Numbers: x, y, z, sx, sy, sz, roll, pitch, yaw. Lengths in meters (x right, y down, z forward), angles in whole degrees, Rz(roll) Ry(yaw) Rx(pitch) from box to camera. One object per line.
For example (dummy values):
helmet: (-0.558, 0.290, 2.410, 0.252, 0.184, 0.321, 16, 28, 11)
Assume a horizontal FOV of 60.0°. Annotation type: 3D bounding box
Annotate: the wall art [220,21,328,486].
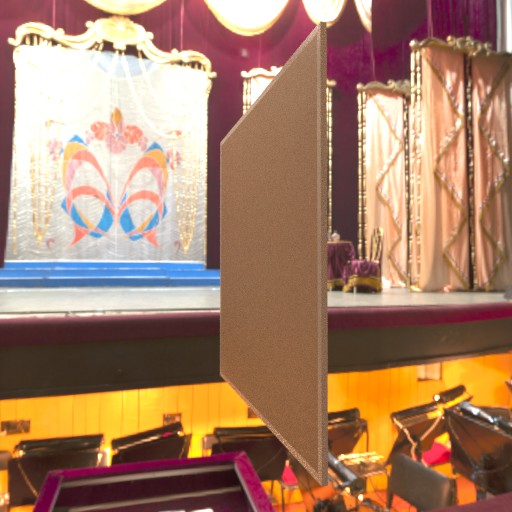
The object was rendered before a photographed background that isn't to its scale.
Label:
wall art: (0.000, 0.000, 1.159, 0.012, 0.809, 0.809, 0, -1, -17)
